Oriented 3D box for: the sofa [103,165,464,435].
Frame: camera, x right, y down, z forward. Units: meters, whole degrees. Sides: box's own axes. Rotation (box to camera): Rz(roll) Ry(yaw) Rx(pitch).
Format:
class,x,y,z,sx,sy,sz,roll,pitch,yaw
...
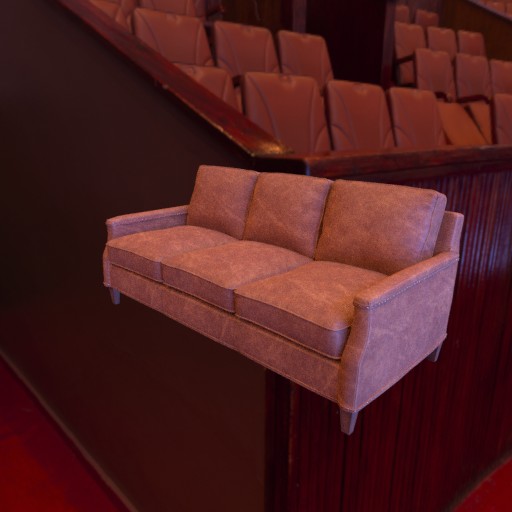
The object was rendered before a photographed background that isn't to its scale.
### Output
class,x,y,z,sx,sy,sz,roll,pitch,yaw
sofa,0.000,0.000,2.891,2.246,1.003,1.084,16,23,42
